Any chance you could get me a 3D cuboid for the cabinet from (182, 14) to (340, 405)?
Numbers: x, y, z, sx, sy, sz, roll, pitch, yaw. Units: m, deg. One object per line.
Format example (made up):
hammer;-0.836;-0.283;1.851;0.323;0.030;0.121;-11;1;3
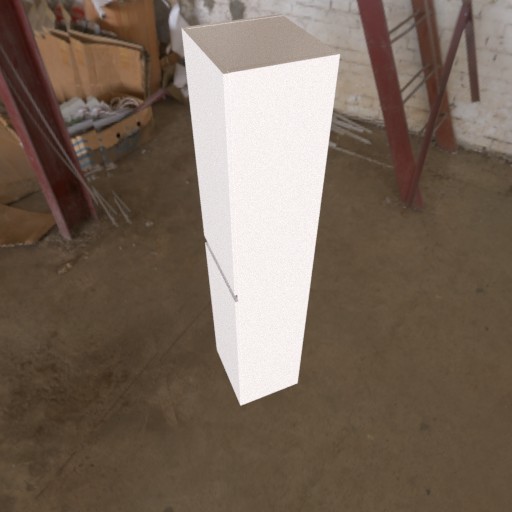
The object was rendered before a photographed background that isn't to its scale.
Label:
cabinet;0.000;0.000;1.514;0.269;1.400;0.300;-17;47;-16
